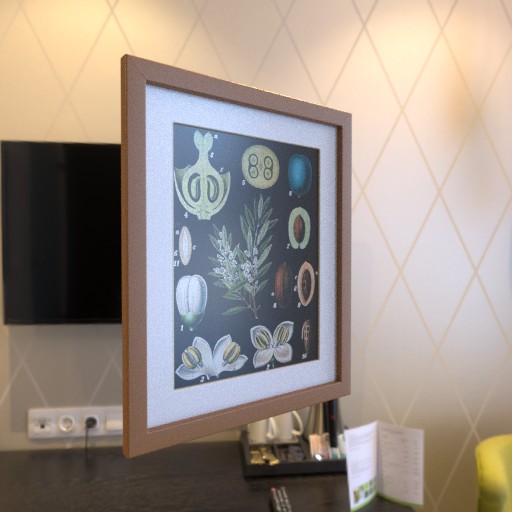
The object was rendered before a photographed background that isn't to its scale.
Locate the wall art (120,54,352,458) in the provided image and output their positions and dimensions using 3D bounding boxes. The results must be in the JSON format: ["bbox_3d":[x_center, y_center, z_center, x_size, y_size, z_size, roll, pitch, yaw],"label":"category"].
[{"bbox_3d":[0.000,0.000,0.510,0.310,0.379,0.015,-1,1,-36],"label":"wall art"}]
